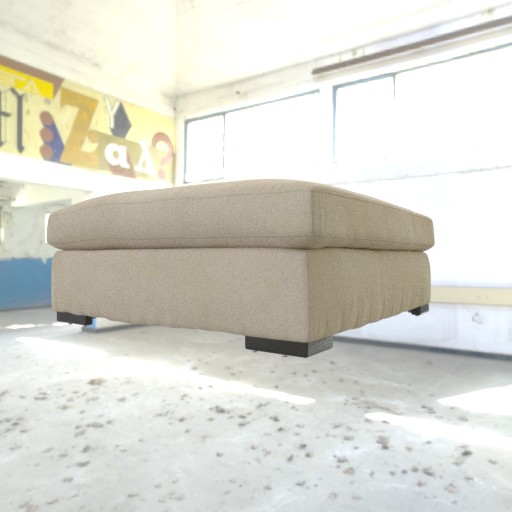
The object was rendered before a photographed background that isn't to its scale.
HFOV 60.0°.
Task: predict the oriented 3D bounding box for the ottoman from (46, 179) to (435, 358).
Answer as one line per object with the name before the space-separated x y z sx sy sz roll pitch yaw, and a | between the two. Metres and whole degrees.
ottoman | 0.000 0.000 1.871 1.190 0.522 1.205 0 0 35
